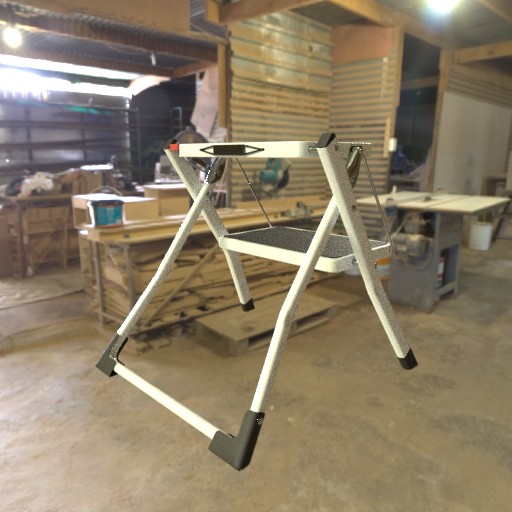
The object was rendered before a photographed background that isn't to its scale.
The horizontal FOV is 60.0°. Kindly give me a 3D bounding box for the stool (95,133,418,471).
[{"bbox_3d":[0.000,0.000,0.857,0.490,0.445,0.485,-13,18,-43],"label":"stool"}]
